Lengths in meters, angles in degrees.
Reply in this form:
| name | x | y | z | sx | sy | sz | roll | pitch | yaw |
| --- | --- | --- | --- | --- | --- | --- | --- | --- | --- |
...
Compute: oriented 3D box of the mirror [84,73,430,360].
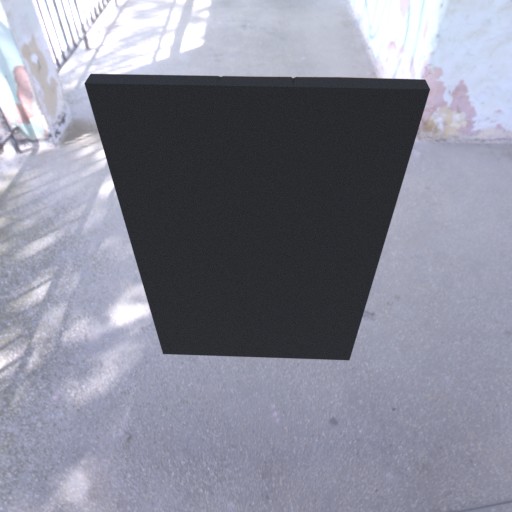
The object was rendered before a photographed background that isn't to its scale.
| name | x | y | z | sx | sy | sz | roll | pitch | yaw |
| --- | --- | --- | --- | --- | --- | --- | --- | --- | --- |
| mirror | 0.000 | 0.000 | 1.123 | 0.606 | 0.912 | 0.044 | 2 | 47 | 1 |
